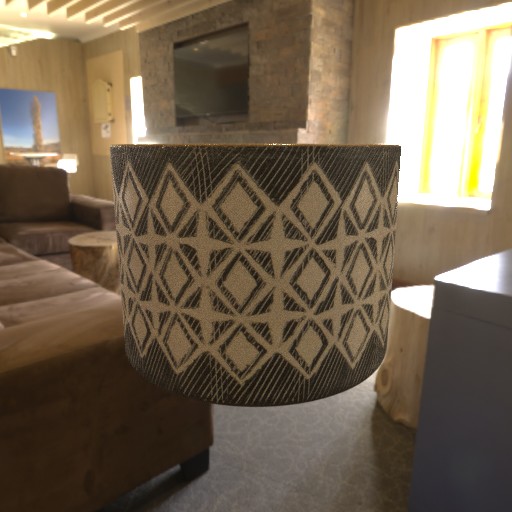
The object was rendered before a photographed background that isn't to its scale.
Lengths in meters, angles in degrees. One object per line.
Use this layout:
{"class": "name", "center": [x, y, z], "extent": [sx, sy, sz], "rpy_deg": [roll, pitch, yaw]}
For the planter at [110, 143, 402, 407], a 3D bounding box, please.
{"class": "planter", "center": [0.000, 0.000, 0.214], "extent": [0.126, 0.104, 0.126], "rpy_deg": [0, 14, 0]}
